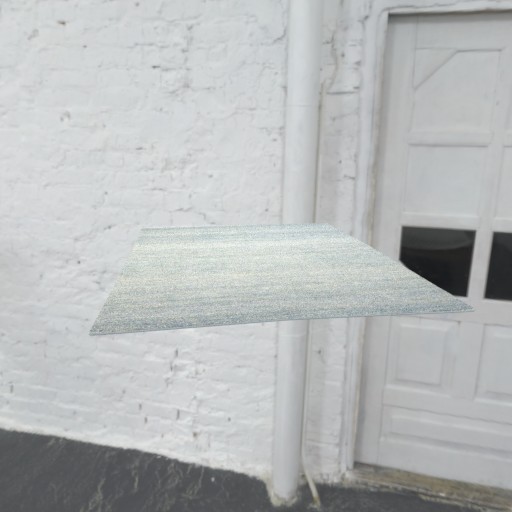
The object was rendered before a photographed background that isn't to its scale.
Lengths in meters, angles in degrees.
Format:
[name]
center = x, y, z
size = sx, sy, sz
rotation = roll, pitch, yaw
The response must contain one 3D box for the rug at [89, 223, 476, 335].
[rug]
center = 0.000, 0.000, 4.284
size = 2.461, 0.046, 3.237
rotation = -2, 15, -8
